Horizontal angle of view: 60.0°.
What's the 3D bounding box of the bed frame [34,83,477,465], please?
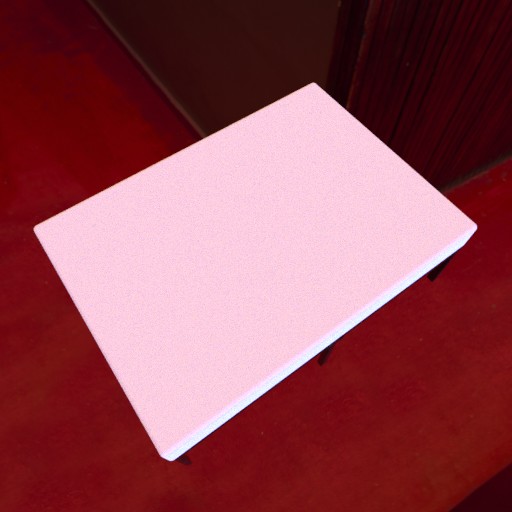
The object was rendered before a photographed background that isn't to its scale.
[{"bbox_3d":[0.000,0.000,2.657,1.956,0.659,1.408,-32,66,-16],"label":"bed frame"}]
